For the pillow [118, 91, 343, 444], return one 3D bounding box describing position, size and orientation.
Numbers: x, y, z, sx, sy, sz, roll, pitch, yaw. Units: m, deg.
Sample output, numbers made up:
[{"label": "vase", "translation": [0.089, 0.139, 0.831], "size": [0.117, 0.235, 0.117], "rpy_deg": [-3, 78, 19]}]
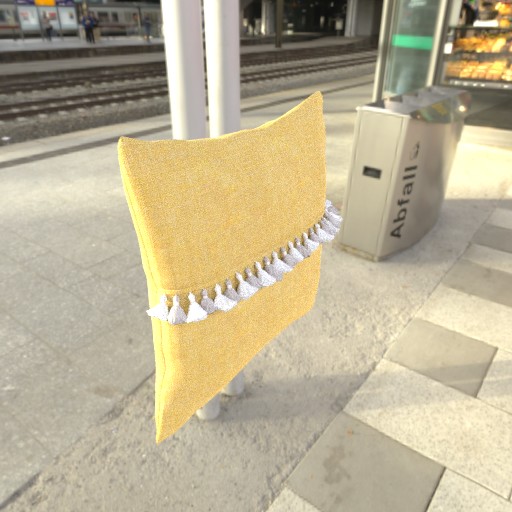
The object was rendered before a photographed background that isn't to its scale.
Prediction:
[{"label": "pillow", "translation": [0.000, 0.000, 0.752], "size": [0.167, 0.481, 0.485], "rpy_deg": [19, 33, 31]}]
